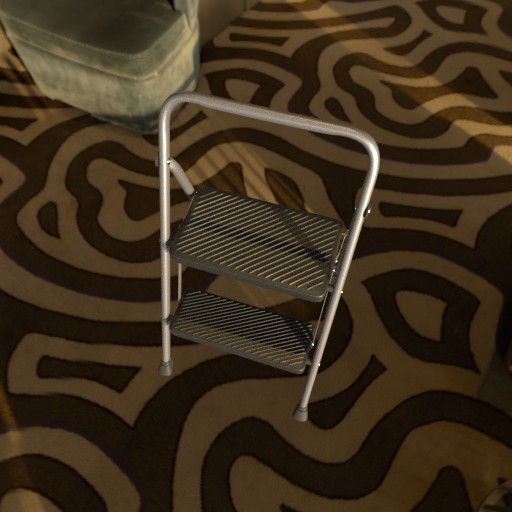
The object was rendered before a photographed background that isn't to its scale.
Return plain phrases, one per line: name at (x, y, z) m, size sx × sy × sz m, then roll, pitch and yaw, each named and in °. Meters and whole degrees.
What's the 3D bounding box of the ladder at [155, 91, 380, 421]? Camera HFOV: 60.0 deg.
ladder at (0.000, 0.000, 1.015) m, size 0.430 × 0.720 × 0.472 m, roll 15°, pitch 59°, yaw 10°
